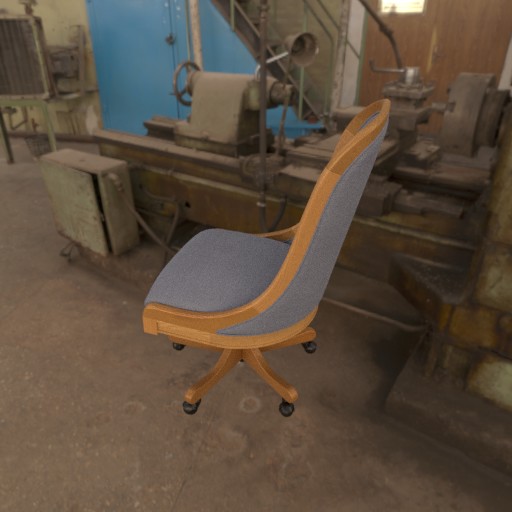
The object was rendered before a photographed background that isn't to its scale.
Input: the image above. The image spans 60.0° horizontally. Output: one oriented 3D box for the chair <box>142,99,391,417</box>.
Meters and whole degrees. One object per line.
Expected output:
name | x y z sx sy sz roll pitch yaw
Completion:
chair | 0.000 0.000 1.503 0.735 1.031 0.605 9 31 15
